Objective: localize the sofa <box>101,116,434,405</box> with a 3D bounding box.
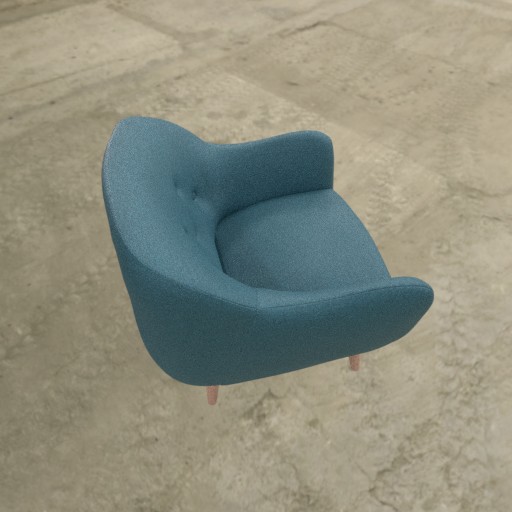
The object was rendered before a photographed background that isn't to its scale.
[{"bbox_3d":[0.000,0.000,1.497,0.825,0.817,0.836,-10,47,-10],"label":"sofa"}]
